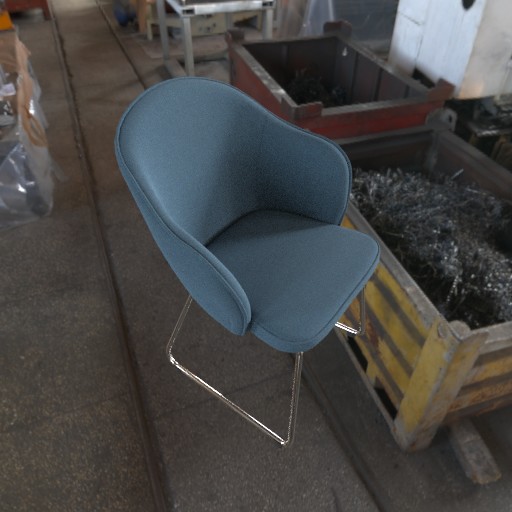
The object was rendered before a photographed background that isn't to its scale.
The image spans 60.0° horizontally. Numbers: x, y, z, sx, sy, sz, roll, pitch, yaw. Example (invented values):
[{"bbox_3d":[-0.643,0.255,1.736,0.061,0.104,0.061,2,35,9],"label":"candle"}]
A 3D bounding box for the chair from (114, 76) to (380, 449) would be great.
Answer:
[{"bbox_3d":[0.000,0.000,1.209,0.585,0.815,0.570,25,48,25],"label":"chair"}]
